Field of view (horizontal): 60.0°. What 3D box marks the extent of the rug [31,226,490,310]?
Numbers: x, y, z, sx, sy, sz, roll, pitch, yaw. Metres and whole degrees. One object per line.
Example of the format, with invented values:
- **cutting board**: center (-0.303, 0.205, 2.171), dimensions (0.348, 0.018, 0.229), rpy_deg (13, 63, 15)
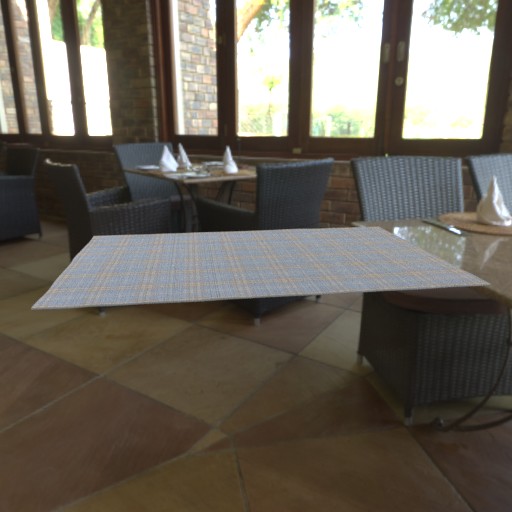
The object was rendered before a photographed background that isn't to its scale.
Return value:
- **rug**: center (0.000, 0.000, 3.064), dimensions (2.460, 0.016, 1.545), rpy_deg (-2, 16, -8)
